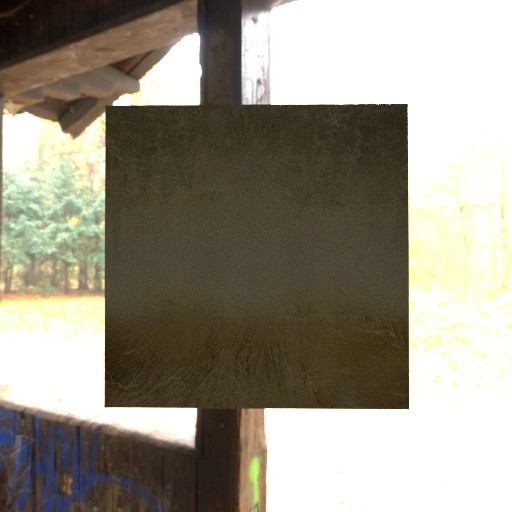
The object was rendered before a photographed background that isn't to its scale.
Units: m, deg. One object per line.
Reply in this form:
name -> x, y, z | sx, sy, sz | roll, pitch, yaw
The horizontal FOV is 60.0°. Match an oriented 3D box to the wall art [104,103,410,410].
wall art -> 0.000, 0.000, 0.907 | 0.610, 0.610, 0.038 | 0, -1, 1
